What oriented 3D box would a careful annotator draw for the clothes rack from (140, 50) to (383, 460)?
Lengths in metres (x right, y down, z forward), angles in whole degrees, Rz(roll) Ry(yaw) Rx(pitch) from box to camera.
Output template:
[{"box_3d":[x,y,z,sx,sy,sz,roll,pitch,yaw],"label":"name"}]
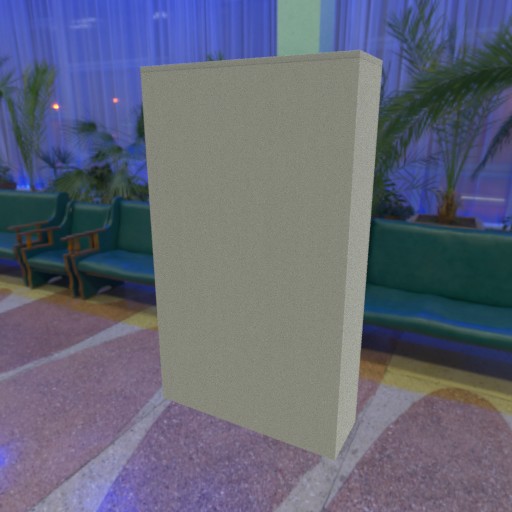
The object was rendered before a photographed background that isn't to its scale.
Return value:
[{"box_3d":[0.000,0.000,1.601,0.750,1.280,0.250,9,19,28],"label":"clothes rack"}]
